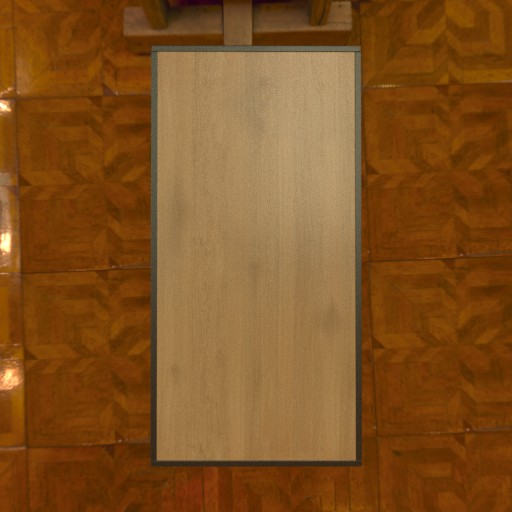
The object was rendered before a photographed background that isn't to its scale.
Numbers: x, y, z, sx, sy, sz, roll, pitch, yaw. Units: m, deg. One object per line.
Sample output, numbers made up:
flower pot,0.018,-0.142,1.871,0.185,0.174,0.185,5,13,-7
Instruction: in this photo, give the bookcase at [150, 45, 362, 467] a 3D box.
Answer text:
bookcase,0.000,0.000,1.249,0.500,0.400,1.000,0,89,0
